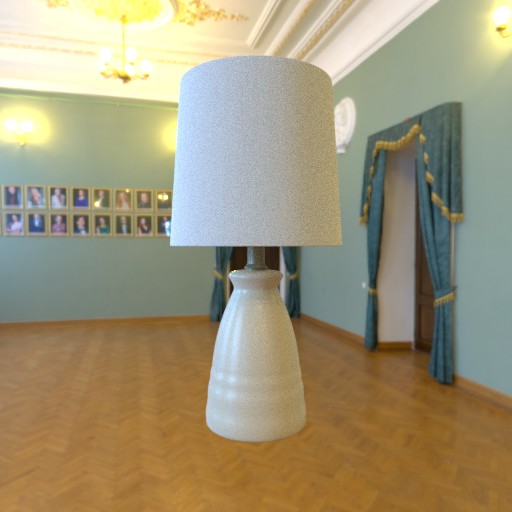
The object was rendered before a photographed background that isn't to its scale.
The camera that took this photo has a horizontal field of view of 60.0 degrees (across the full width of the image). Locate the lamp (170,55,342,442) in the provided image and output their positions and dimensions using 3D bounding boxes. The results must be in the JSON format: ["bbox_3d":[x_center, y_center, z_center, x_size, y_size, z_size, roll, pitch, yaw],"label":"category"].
[{"bbox_3d":[0.000,0.000,0.489,0.186,0.369,0.186,0,1,0],"label":"lamp"}]
